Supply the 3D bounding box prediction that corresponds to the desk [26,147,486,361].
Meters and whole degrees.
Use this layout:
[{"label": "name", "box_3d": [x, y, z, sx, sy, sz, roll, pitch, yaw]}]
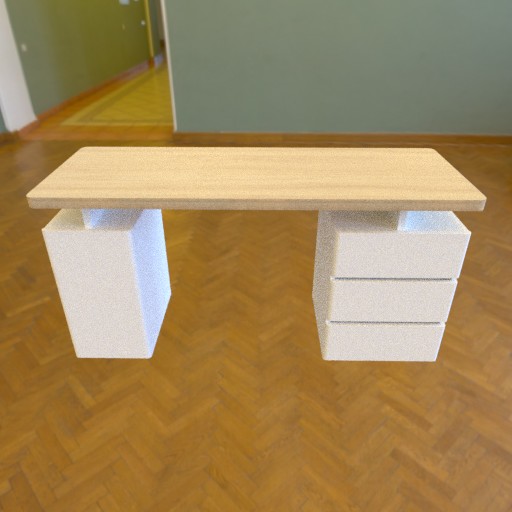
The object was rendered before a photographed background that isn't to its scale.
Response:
[{"label": "desk", "box_3d": [0.000, 0.000, 1.853, 1.500, 0.755, 0.550, 0, 31, 1]}]
